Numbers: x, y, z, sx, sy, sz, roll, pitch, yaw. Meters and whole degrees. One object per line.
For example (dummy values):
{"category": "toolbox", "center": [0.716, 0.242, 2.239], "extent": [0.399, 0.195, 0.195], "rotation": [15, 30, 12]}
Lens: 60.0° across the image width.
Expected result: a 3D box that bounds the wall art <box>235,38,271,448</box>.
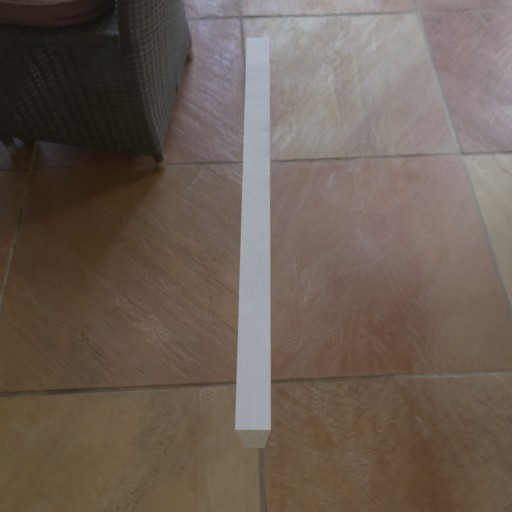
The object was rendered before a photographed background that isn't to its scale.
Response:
{"category": "wall art", "center": [0.000, 0.000, 0.787], "extent": [0.038, 0.407, 0.609], "rotation": [1, 64, 0]}
